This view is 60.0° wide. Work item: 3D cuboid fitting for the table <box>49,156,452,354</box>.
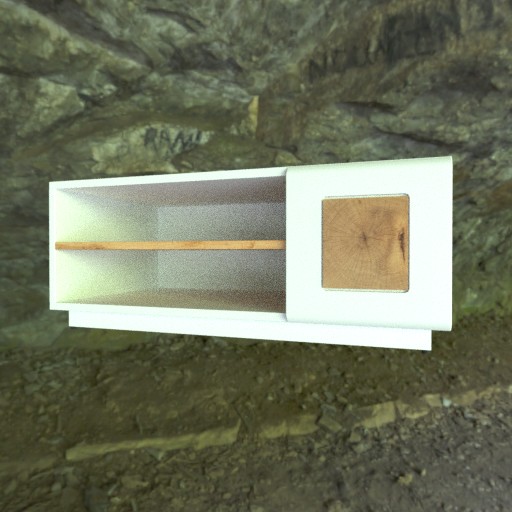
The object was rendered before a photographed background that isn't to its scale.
[{"bbox_3d":[0.000,0.000,1.418,1.097,0.442,0.639,0,1,19],"label":"table"}]
